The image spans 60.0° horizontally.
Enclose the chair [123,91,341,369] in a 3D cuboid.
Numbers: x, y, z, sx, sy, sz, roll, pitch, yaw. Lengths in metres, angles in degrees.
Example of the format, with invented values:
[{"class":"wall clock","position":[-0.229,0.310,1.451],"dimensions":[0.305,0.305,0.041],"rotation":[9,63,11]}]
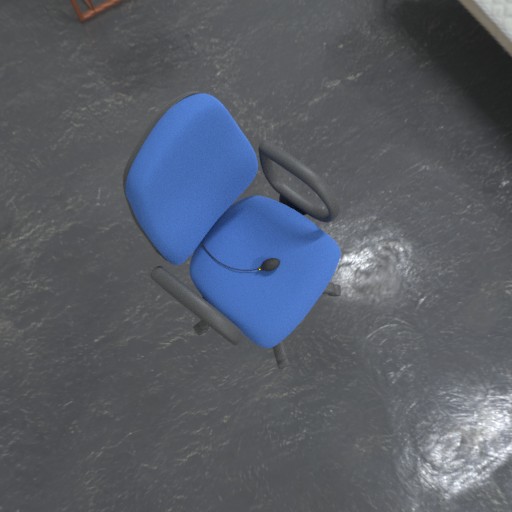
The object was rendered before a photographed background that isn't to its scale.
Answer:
[{"class":"chair","position":[0.000,0.000,1.247],"dimensions":[0.549,0.905,0.552],"rotation":[37,78,9]}]
